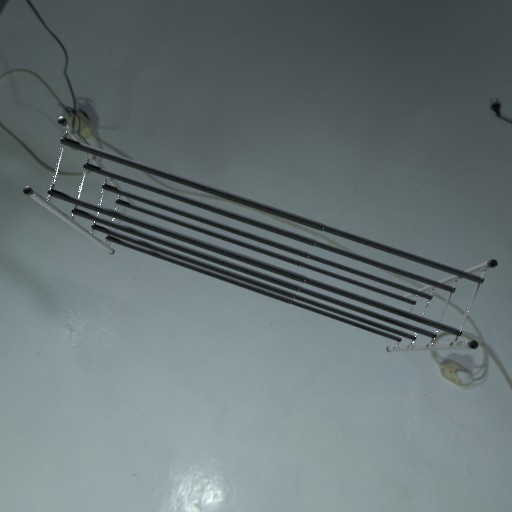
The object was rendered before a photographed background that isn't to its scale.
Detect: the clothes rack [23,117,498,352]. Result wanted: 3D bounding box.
[{"bbox_3d":[0.000,0.000,1.417,1.168,0.672,0.229,19,78,4],"label":"clothes rack"}]
